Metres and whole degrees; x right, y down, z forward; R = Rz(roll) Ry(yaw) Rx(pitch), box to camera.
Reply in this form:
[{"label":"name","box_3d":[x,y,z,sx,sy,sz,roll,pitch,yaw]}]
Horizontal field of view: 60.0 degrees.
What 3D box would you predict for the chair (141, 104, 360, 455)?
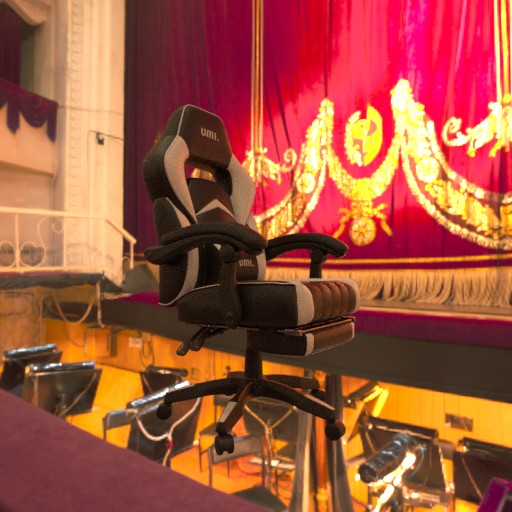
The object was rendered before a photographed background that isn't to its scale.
[{"label":"chair","box_3d":[0.000,0.000,1.650,0.700,1.200,0.676,-1,-1,36]}]
